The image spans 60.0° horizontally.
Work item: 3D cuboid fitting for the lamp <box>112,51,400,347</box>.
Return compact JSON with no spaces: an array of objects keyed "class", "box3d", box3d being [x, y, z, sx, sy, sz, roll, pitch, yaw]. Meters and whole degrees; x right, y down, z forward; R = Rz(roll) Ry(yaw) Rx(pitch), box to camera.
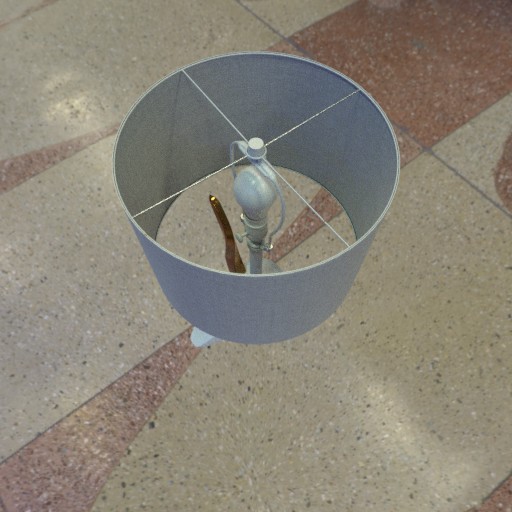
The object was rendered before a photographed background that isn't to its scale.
[{"class":"lamp","box3d":[0.000,0.000,0.681,0.298,0.503,0.298,-33,67,-16]}]
